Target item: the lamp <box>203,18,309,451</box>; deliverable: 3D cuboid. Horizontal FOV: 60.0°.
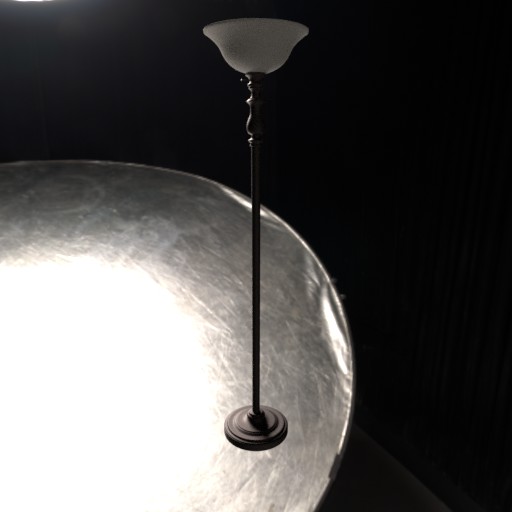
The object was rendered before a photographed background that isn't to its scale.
[{"bbox_3d":[0.000,0.000,1.948,0.405,1.797,0.405,-8,17,-26],"label":"lamp"}]
